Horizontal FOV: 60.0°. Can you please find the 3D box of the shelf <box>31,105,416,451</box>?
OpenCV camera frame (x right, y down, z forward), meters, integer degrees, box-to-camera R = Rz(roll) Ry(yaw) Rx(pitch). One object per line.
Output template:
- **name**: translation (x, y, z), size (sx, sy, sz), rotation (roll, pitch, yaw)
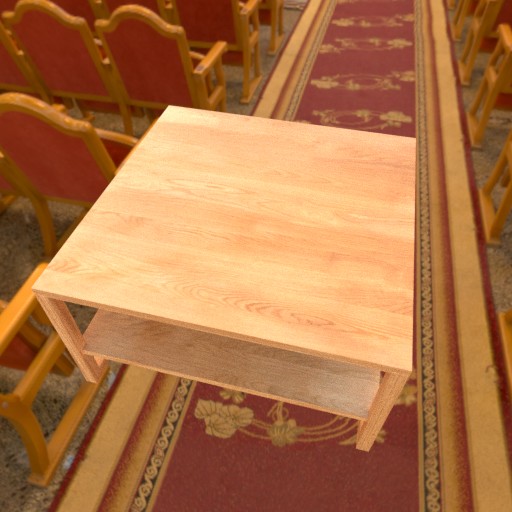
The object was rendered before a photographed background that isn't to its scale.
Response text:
- **shelf**: translation (0.000, 0.000, 1.470), size (0.899, 0.480, 0.899), rotation (11, 48, 10)
